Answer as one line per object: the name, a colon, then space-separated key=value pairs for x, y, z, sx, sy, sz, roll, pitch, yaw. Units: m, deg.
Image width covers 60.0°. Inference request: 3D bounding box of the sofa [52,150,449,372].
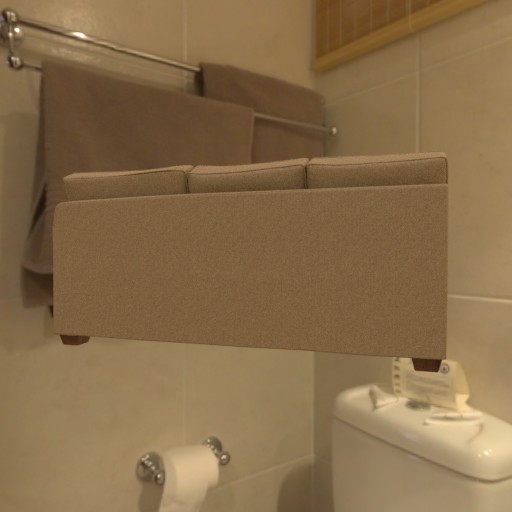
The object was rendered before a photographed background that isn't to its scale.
sofa: x=0.000 y=0.000 z=2.541 sx=1.963 sy=0.946 sz=1.034 roll=0 pitch=1 yaw=17
